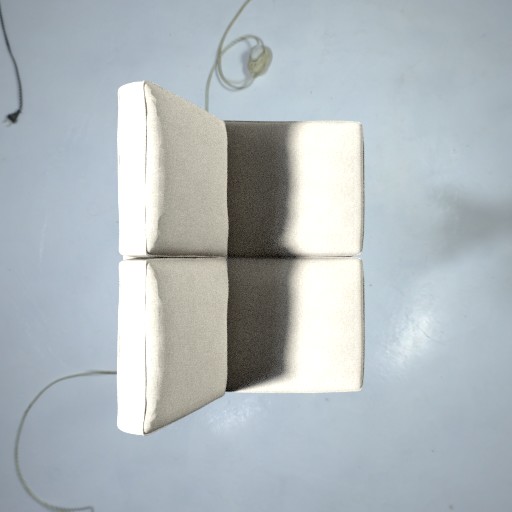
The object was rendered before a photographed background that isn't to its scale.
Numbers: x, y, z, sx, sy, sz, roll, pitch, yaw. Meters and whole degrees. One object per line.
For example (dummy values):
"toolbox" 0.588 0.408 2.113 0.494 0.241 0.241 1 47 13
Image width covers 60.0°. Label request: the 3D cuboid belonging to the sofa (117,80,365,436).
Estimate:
"sofa" 0.000 0.000 1.965 0.978 1.006 1.232 0 90 1
